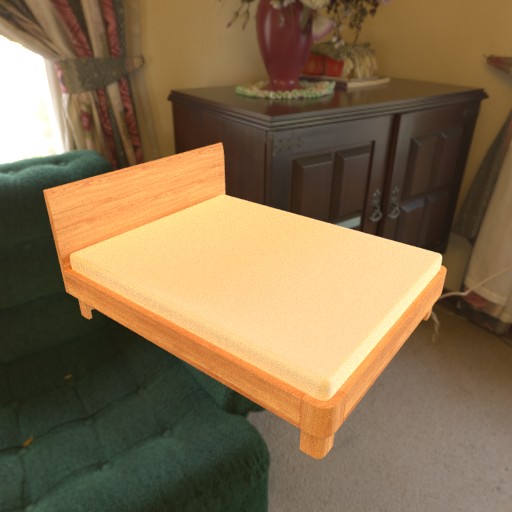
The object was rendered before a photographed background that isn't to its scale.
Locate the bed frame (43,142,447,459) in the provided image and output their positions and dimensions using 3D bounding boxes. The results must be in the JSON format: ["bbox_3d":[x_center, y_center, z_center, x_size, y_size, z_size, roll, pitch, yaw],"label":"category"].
[{"bbox_3d":[0.000,0.000,3.001,2.092,0.940,1.660,20,33,33],"label":"bed frame"}]
